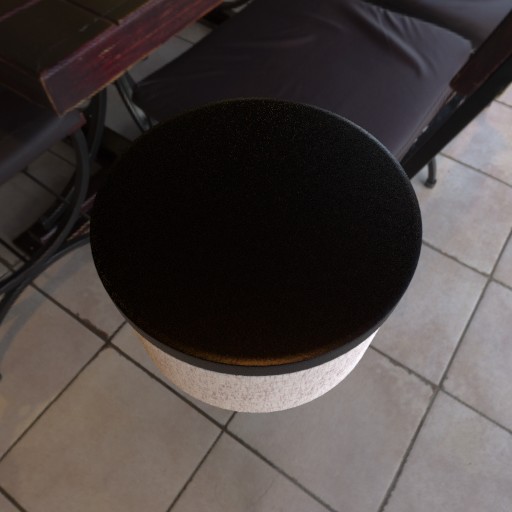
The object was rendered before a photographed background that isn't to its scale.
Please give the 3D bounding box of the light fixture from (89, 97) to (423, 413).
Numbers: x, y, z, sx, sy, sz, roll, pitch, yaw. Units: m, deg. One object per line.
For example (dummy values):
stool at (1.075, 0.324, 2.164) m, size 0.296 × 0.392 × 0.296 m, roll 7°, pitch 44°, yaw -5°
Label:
light fixture at (0.000, 0.000, 0.623) m, size 0.389 × 0.229 × 0.389 m, roll 0°, pitch 58°, yaw 0°
